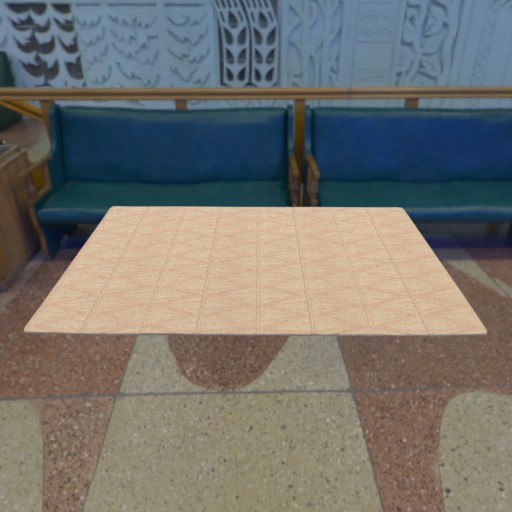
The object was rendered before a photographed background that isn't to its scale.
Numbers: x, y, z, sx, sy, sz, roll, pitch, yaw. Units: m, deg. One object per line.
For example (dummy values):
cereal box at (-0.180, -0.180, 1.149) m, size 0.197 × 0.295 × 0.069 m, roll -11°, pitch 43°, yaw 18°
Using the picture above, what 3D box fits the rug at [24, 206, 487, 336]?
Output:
rug at (0.000, 0.000, 2.944) m, size 2.390 × 0.015 × 1.609 m, roll 0°, pitch 30°, yaw 0°
